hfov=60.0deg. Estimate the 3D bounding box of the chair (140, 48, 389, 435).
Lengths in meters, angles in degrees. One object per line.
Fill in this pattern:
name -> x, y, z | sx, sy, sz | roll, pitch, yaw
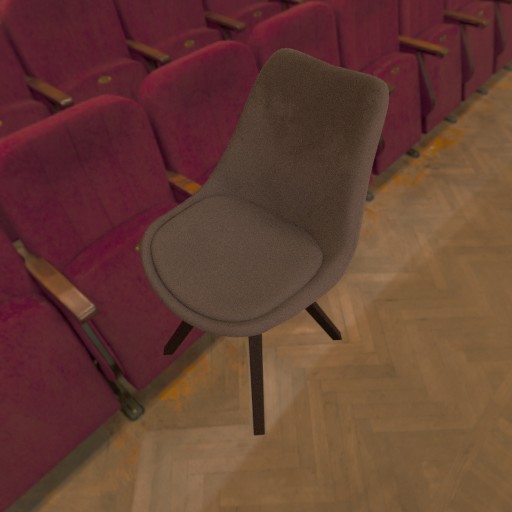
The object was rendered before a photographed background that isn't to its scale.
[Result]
chair -> 0.000, 0.000, 1.163 | 0.476, 0.850, 0.550 | 32, 54, 27
